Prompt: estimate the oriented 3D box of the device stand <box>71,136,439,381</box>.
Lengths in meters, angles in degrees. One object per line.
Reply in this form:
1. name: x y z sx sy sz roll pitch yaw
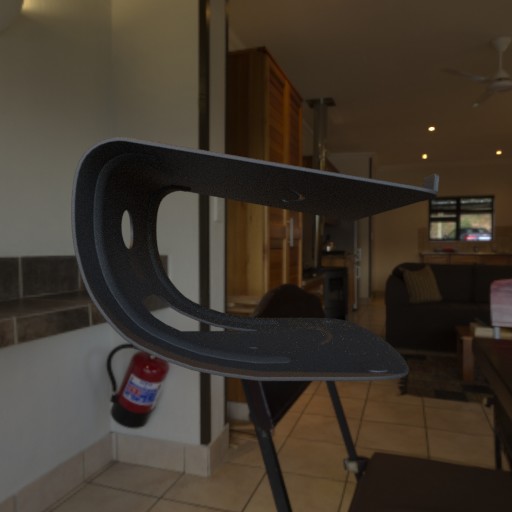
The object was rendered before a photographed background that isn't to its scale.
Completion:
1. device stand: 0.000 0.000 0.400 0.236 0.155 0.256 0 1 0
